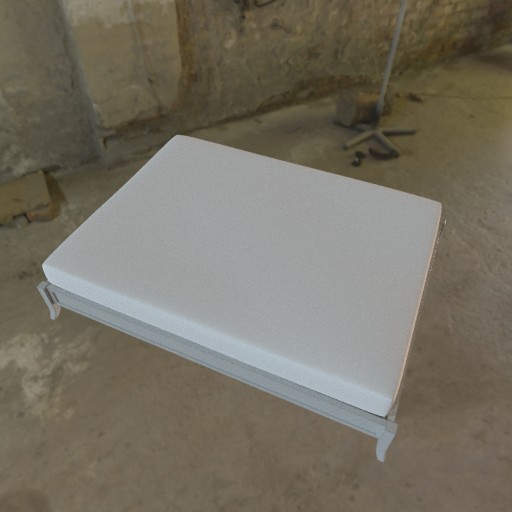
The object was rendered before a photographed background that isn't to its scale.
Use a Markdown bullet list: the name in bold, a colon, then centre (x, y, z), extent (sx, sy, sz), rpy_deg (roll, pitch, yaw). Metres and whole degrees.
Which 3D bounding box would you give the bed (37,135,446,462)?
- **bed**: centre (0.000, 0.000, 2.801), extent (2.108, 0.510, 1.604), rpy_deg (18, 49, 16)
